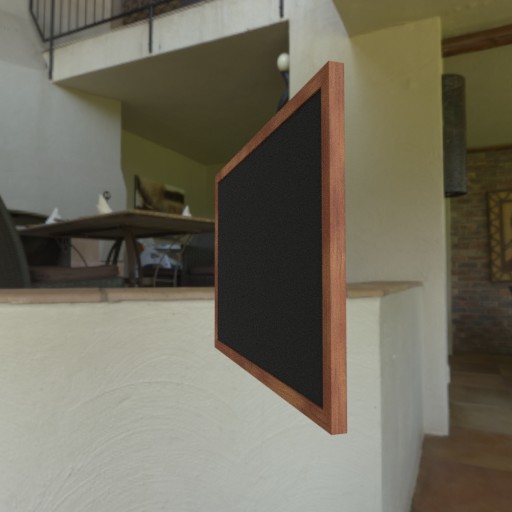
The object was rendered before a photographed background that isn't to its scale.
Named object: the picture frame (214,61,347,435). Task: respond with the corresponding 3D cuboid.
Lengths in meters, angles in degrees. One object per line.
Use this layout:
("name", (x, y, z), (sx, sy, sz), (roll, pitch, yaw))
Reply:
("picture frame", (0.000, 0.000, 1.213), (0.029, 0.640, 0.950), (1, -3, -17))
